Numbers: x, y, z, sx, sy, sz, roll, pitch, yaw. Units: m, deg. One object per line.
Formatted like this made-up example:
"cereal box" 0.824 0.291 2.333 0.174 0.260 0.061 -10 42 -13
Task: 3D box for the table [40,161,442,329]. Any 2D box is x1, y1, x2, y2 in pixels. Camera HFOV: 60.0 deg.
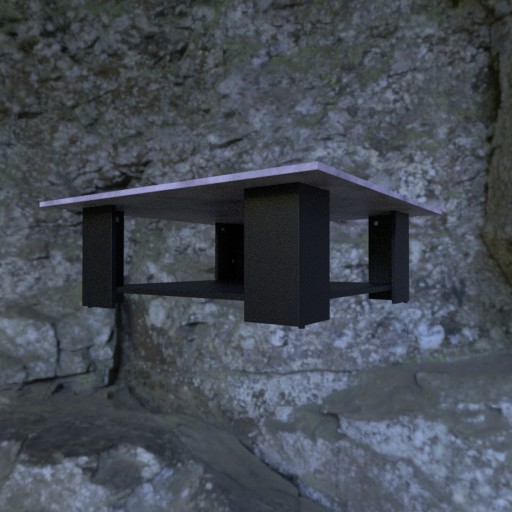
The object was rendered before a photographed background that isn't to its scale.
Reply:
"table" 0.000 0.000 1.373 0.890 0.305 0.890 -1 -1 35
